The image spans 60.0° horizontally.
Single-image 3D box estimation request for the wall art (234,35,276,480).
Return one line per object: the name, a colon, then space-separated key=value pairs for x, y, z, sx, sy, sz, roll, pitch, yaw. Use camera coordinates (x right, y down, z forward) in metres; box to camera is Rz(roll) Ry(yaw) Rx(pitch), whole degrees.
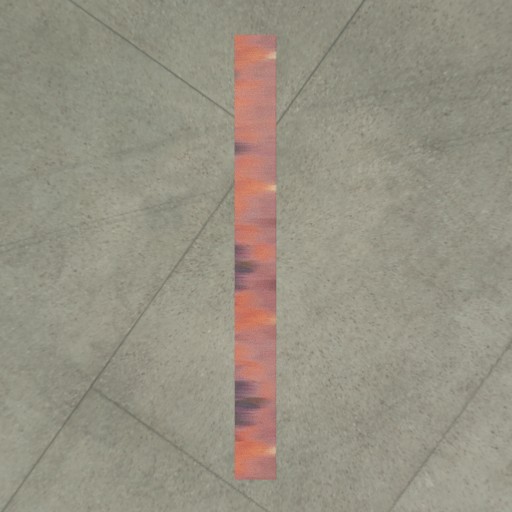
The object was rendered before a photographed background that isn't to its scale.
wall art: x=0.000 y=0.000 z=0.603 sx=0.038 sy=0.406 sz=0.403 roll=0 pitch=91 yaw=0
